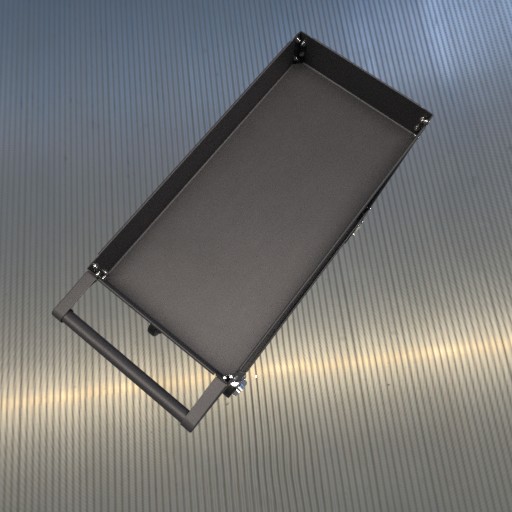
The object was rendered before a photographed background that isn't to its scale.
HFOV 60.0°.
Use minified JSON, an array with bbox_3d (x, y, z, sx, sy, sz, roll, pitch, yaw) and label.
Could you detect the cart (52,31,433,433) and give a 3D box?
[{"bbox_3d":[0.000,0.000,1.190,0.366,0.719,0.779,37,78,9],"label":"cart"}]
